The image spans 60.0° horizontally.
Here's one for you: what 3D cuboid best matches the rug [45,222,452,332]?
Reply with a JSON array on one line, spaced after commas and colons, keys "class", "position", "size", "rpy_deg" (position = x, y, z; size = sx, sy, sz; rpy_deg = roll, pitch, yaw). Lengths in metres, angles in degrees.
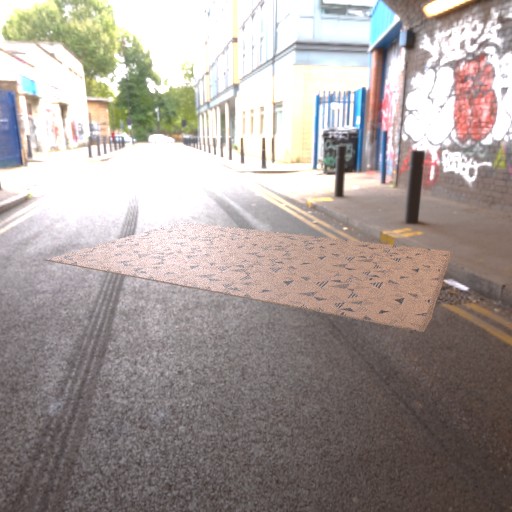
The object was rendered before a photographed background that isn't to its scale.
[{"class": "rug", "position": [0.000, 0.000, 3.117], "size": [2.457, 0.009, 1.512], "rpy_deg": [8, 17, 26]}]
